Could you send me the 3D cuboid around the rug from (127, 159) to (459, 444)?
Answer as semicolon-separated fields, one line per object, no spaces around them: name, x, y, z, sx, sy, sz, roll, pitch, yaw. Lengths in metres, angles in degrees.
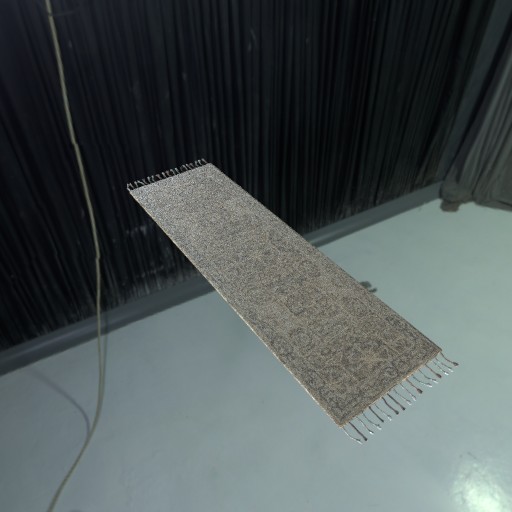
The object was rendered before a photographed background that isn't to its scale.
rug;0.000;0.000;2.983;0.762;0.011;2.664;-25;48;-26
